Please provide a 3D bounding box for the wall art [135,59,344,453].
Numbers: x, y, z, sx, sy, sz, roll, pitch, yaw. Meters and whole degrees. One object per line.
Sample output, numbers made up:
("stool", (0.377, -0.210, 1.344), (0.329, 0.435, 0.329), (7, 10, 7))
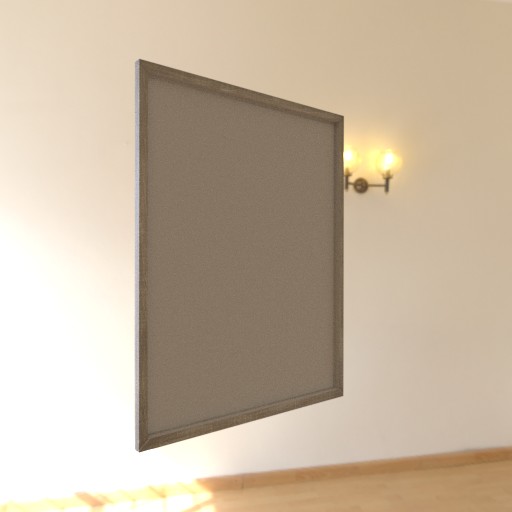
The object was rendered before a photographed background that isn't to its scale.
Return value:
("wall art", (0.000, 0.000, 1.394), (0.781, 1.022, 0.035), (0, 0, -37))
